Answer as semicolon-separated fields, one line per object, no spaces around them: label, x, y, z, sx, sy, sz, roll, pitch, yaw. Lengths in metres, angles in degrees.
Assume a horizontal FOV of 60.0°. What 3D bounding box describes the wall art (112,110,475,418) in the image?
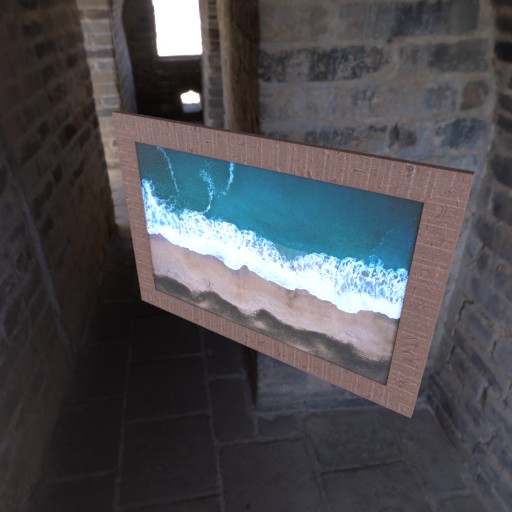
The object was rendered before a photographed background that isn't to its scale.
wall art;0.000;0.000;1.154;0.917;0.626;0.019;18;35;28
